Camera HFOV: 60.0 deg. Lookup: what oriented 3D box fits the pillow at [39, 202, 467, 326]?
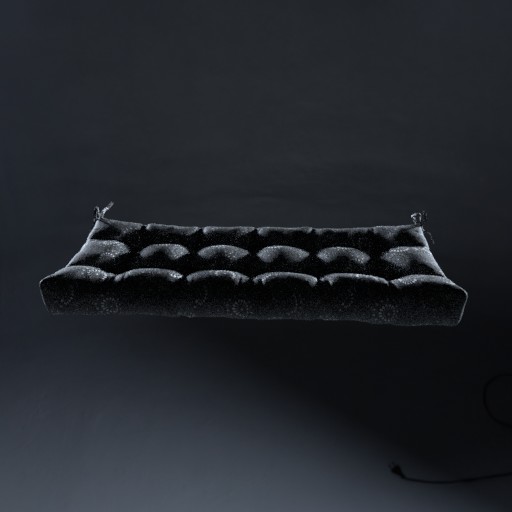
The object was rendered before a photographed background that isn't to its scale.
[{"bbox_3d":[0.000,0.000,1.372,1.194,0.174,0.511,1,30,2],"label":"pillow"}]
